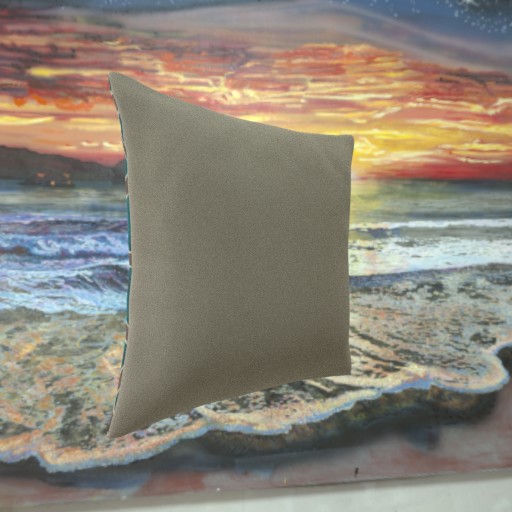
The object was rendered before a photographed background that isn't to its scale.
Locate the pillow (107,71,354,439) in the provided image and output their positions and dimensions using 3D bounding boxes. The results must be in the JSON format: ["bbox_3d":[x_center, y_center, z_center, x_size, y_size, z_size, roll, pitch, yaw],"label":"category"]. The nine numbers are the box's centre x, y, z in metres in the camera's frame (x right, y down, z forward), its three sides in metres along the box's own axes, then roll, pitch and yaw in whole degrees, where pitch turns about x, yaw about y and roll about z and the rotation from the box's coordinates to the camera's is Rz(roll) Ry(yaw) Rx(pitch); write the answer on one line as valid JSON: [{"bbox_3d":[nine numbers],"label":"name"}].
[{"bbox_3d":[0.000,0.000,0.776,0.526,0.507,0.166,0,0,-39],"label":"pillow"}]
